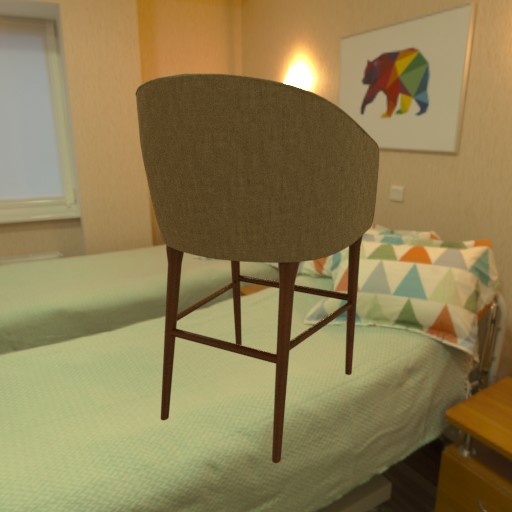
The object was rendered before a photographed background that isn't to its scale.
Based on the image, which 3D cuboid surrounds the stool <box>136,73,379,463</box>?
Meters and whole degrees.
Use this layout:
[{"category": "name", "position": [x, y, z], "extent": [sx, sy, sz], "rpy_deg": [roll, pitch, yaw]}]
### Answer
[{"category": "stool", "position": [0.000, 0.000, 1.323], "extent": [0.559, 0.952, 0.635], "rpy_deg": [8, 18, 27]}]
